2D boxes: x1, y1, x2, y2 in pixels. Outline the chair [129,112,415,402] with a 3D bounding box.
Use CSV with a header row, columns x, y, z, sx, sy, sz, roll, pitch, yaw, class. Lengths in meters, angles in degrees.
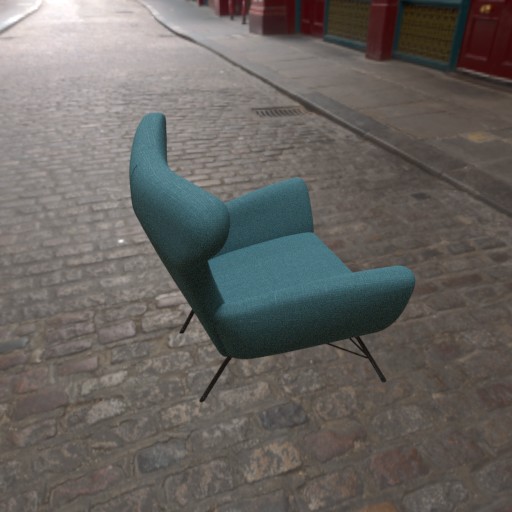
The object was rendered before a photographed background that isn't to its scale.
x,y,z,sx,sy,sz,roll,pitch,yaw,class
0.000,0.000,1.801,0.900,0.980,1.050,-11,33,-17,chair
